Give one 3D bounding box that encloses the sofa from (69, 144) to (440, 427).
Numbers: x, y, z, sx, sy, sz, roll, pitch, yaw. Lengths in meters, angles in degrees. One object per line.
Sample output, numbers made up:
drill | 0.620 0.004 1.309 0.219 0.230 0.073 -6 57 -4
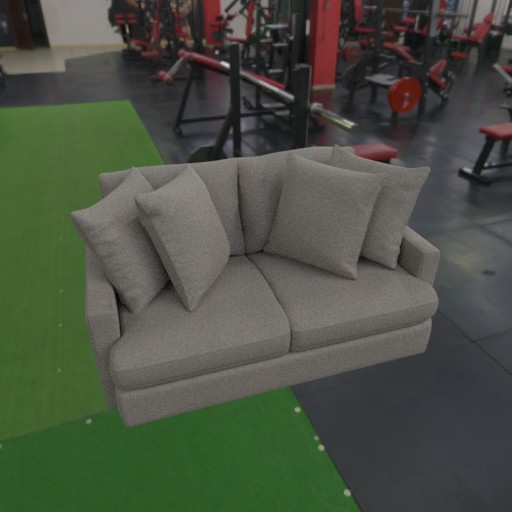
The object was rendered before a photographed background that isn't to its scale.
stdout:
sofa | 0.000 0.000 2.603 1.869 1.080 1.228 -10 33 -15
